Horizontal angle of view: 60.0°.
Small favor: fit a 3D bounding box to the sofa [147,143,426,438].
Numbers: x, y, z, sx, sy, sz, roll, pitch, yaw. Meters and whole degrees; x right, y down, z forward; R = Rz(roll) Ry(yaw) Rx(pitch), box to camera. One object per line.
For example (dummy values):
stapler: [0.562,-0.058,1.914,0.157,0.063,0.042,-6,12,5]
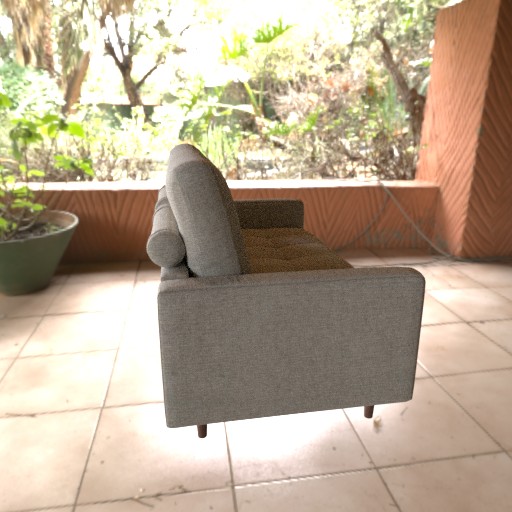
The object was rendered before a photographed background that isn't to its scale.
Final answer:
sofa: [0.000,0.000,1.923,0.842,0.907,1.407,-3,17,-10]
